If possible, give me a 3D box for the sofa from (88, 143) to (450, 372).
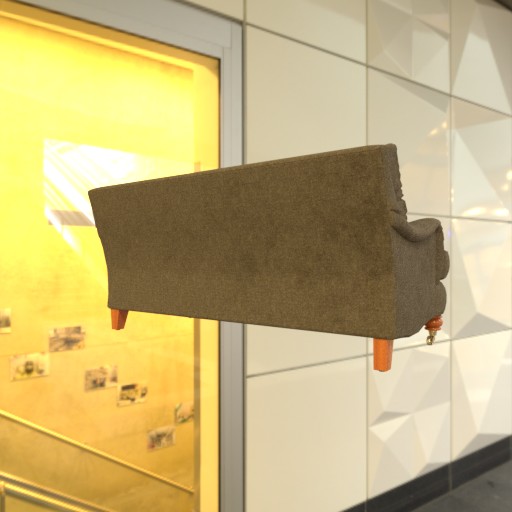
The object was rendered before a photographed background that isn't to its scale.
[{"bbox_3d":[0.000,0.000,2.865,2.160,1.054,1.087,0,0,36],"label":"sofa"}]
